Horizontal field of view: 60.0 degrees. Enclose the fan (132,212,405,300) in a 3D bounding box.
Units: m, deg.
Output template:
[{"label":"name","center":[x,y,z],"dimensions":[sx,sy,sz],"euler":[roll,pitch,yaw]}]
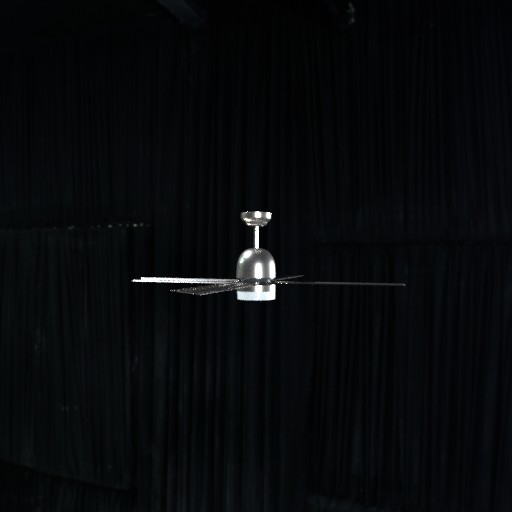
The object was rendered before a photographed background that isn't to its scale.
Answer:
[{"label":"fan","center":[0.000,0.000,2.112],"dimensions":[1.346,0.406,1.346],"euler":[0,0,19]}]
